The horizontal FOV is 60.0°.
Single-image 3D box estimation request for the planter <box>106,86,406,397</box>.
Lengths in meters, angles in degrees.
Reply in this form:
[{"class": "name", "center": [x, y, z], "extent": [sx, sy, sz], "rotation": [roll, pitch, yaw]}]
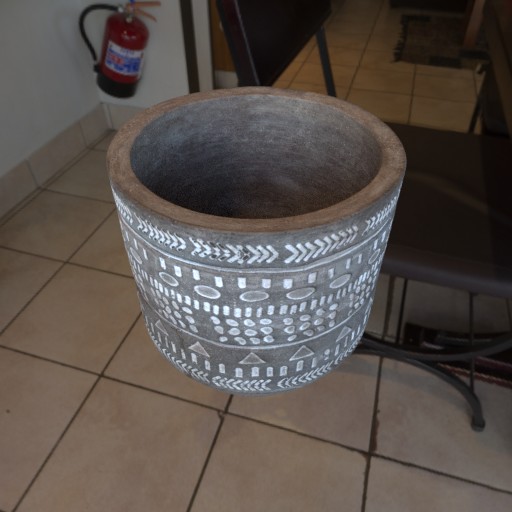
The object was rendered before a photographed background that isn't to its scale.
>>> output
[{"class": "planter", "center": [0.000, 0.000, 0.263], "extent": [0.142, 0.149, 0.142], "rotation": [0, 42, 0]}]
